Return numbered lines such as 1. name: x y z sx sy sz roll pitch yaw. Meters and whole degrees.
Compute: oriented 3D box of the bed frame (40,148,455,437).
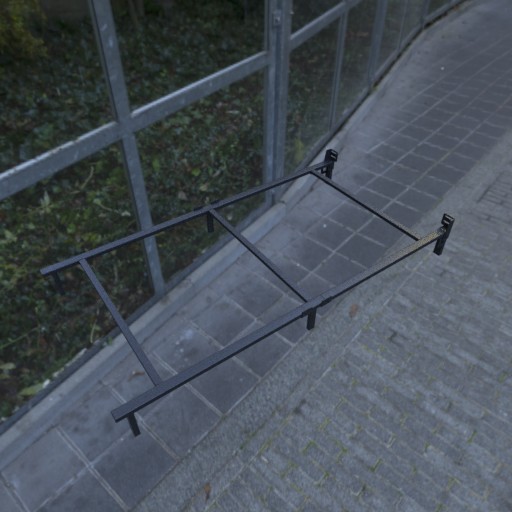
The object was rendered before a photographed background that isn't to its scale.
1. bed frame: 0.000 0.000 2.301 1.897 0.248 0.968 -25 47 -26
